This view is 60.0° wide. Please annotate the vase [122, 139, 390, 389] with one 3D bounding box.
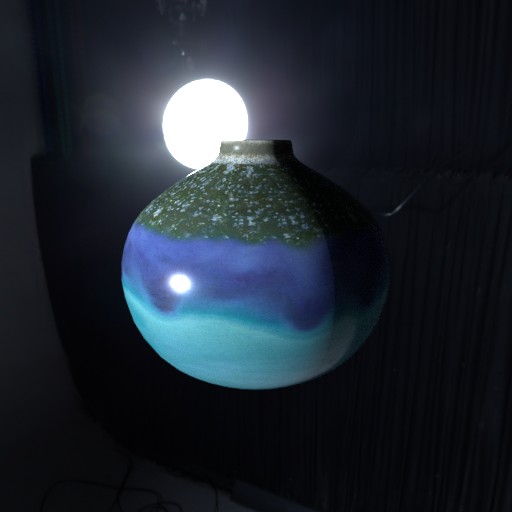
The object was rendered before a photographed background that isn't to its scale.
[{"bbox_3d":[0.000,0.000,0.263,0.154,0.133,0.154,0,14,0],"label":"vase"}]
